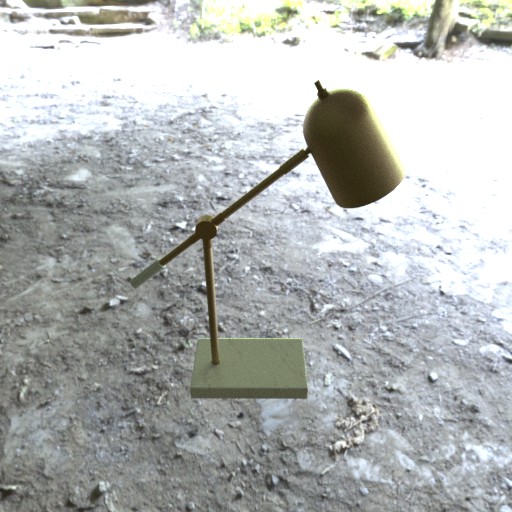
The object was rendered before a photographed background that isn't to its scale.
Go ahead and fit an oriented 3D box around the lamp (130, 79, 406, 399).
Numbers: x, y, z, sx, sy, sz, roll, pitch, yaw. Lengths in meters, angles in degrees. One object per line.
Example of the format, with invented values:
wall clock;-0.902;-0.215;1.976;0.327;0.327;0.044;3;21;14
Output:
lamp;0.000;0.000;0.799;0.471;0.603;0.144;0;33;0
